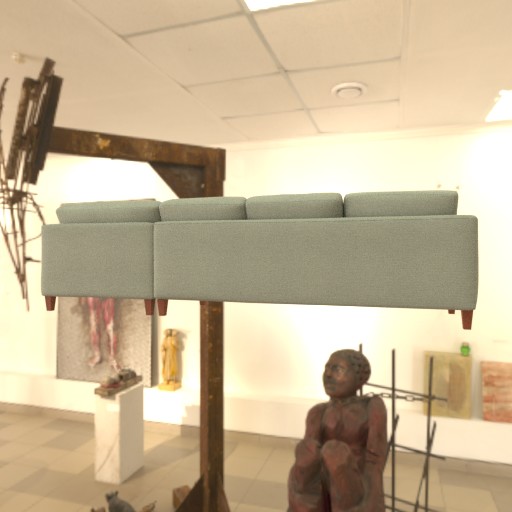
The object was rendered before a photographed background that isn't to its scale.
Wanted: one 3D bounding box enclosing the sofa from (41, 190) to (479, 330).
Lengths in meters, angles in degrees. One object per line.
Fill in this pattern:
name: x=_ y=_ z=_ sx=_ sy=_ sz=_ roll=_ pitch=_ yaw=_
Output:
sofa: x=0.000 y=0.000 z=4.076 sx=3.471 sy=0.950 sz=1.604 roll=0 pitch=0 yaw=17
